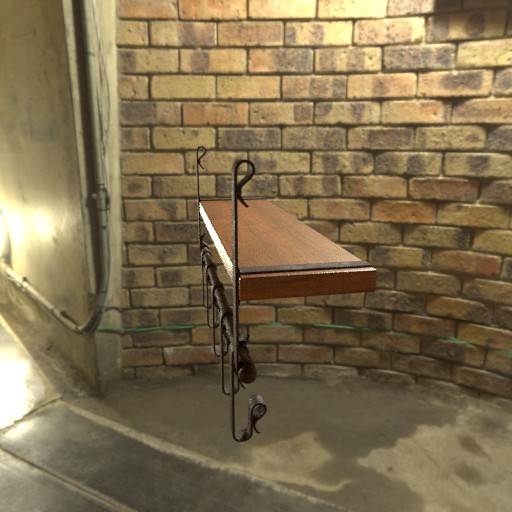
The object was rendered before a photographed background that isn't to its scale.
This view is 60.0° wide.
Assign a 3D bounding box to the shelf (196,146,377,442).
[{"bbox_3d":[0.000,0.000,0.710,0.146,0.330,0.567,-3,15,-11],"label":"shelf"}]
